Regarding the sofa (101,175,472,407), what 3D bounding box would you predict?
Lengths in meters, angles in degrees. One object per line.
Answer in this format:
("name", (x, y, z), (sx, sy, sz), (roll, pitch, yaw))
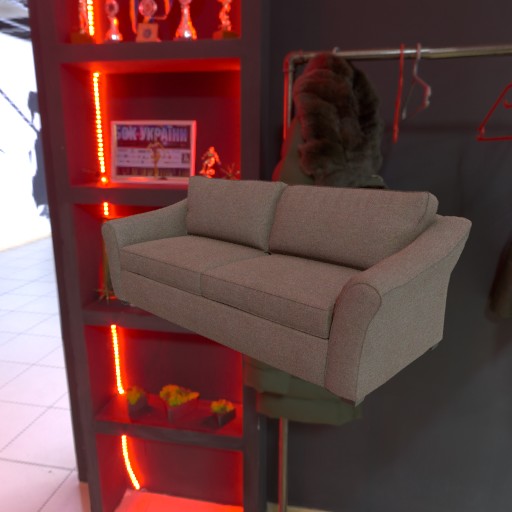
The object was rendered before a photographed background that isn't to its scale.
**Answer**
("sofa", (0.000, 0.000, 2.816), (2.270, 0.906, 0.986), (13, 19, 42))
